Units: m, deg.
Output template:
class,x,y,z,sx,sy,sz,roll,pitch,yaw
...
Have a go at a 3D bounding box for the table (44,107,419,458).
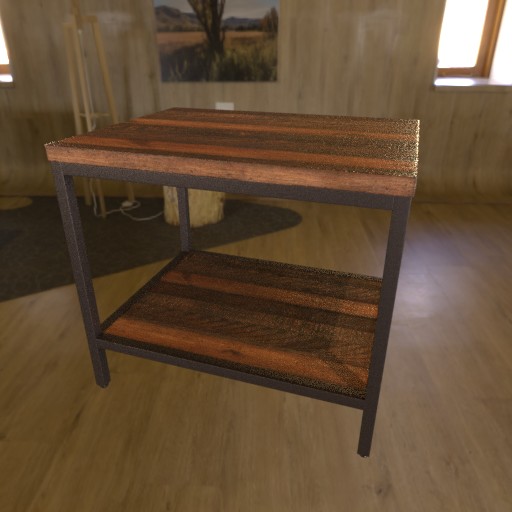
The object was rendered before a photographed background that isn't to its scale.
class,x,y,z,sx,sy,sz,roll,pitch,yaw
table,0.000,0.000,1.106,0.678,0.612,0.524,8,28,17
